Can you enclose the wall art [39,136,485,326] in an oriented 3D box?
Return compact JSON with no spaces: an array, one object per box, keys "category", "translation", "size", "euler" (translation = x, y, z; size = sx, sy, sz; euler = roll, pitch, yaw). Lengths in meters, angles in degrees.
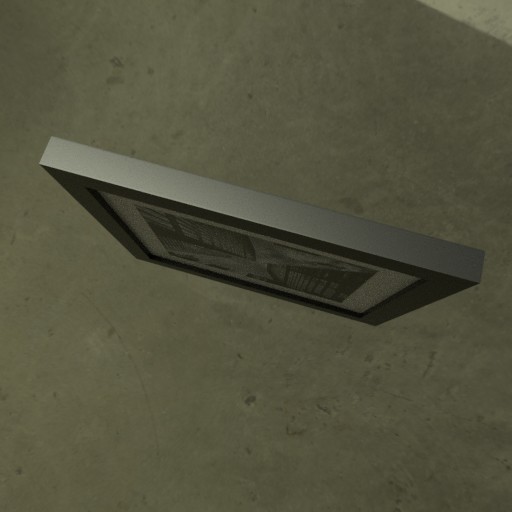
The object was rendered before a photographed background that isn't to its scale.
[{"category":"wall art","translation":[0.000,0.000,0.526],"size":[0.381,0.321,0.028],"euler":[15,76,4]}]
